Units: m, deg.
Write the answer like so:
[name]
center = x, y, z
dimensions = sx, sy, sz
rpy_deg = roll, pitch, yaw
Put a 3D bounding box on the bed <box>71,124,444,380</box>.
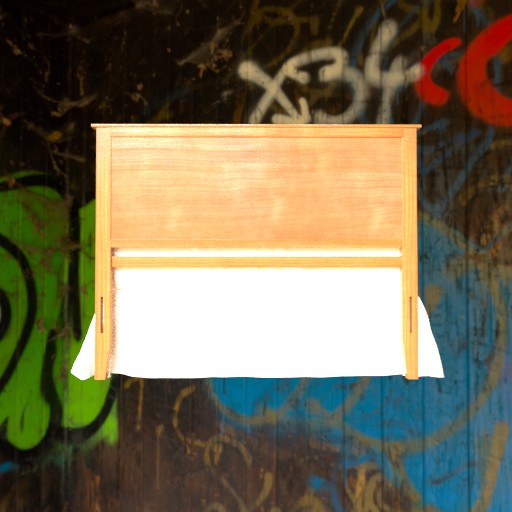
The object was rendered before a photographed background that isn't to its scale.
[bed]
center = 0.000, 0.000, 3.193
dimensions = 1.870, 1.273, 2.035
rpy_deg = 0, -1, 0
